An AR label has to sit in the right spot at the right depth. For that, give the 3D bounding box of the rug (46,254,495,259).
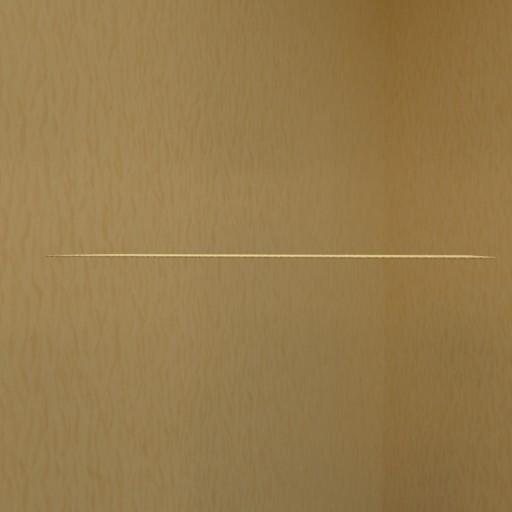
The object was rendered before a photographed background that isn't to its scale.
[{"bbox_3d":[0.000,0.000,2.478,2.277,0.008,0.676,0,1,17],"label":"rug"}]
